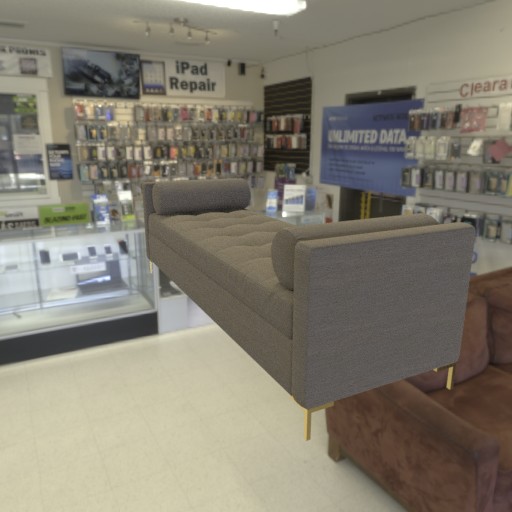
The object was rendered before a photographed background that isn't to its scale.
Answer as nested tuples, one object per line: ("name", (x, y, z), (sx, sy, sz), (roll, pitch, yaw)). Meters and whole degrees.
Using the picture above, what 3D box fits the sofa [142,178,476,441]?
("sofa", (0.000, 0.000, 2.280), (0.686, 0.635, 1.981), (-8, 17, -26))
